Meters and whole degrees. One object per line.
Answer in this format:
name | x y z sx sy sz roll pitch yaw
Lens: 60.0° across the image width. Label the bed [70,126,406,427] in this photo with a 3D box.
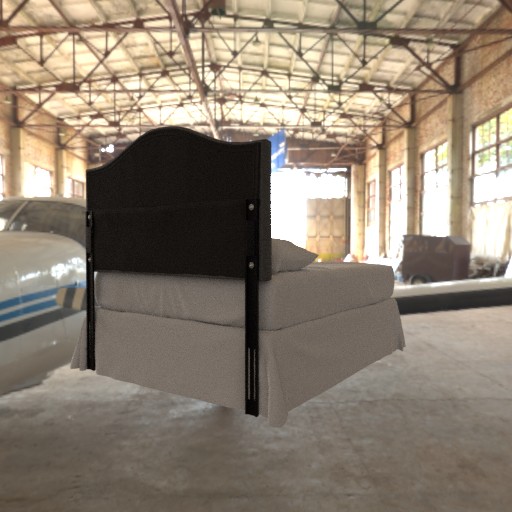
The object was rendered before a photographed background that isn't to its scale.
bed | 0.000 0.000 3.595 1.876 1.645 2.221 1 2 36
